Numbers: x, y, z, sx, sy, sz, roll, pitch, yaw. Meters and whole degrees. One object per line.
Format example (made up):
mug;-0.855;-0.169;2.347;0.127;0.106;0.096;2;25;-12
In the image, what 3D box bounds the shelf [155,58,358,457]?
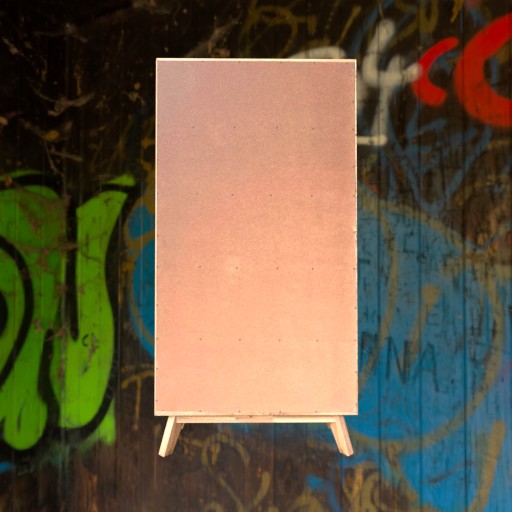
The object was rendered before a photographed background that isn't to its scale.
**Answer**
shelf;0.000;0.000;1.784;0.748;1.471;0.308;0;-1;-1
